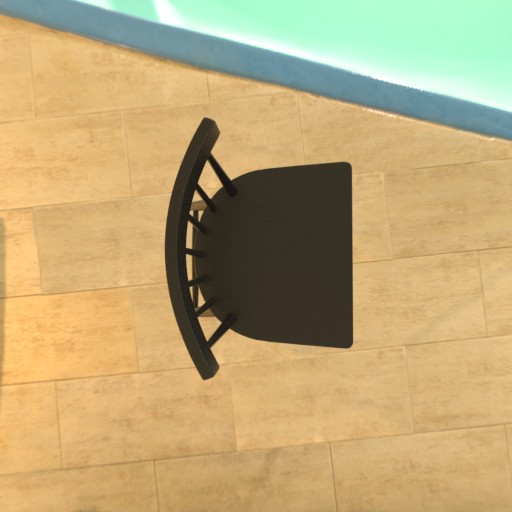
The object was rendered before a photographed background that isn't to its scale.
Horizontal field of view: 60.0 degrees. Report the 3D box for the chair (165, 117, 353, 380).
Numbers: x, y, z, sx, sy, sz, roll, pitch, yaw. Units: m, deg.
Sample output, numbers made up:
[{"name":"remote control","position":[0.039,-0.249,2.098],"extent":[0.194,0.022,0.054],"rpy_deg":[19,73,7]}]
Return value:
[{"name":"chair","position":[0.000,0.000,1.264],"extent":[0.572,0.952,0.483],"rpy_deg":[0,88,0]}]
